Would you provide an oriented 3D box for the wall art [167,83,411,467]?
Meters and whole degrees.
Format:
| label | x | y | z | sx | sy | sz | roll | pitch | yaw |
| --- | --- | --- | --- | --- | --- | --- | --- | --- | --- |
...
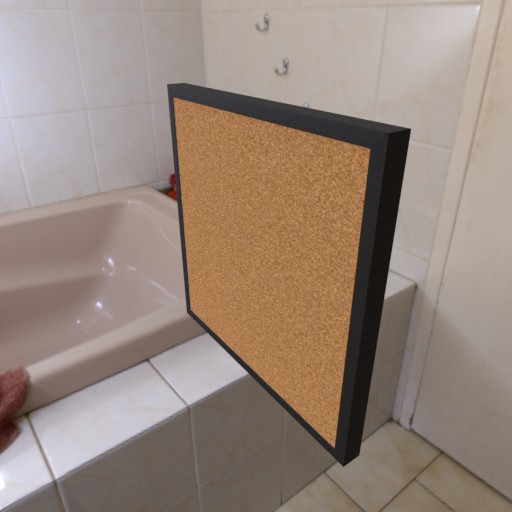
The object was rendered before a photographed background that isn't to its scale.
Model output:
| label | x | y | z | sx | sy | sz | roll | pitch | yaw |
| --- | --- | --- | --- | --- | --- | --- | --- | --- | --- |
| wall art | 0.000 | 0.000 | 0.752 | 0.036 | 0.503 | 0.506 | -18 | 33 | -31 |
